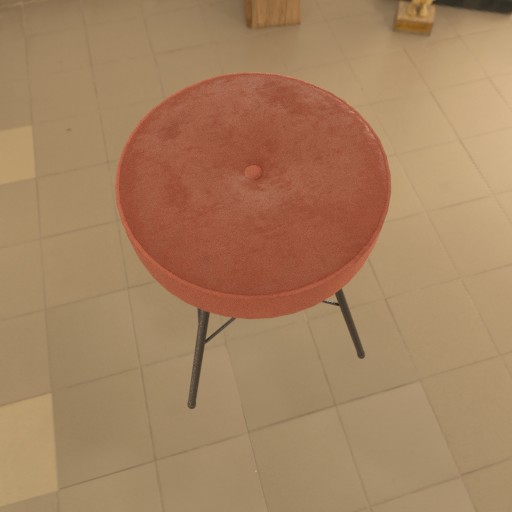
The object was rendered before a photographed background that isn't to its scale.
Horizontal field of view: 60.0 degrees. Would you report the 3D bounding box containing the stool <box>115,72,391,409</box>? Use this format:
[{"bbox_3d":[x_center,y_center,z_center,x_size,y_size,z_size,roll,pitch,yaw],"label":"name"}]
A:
[{"bbox_3d":[0.000,0.000,0.907,0.457,0.593,0.421,-14,65,-7],"label":"stool"}]
